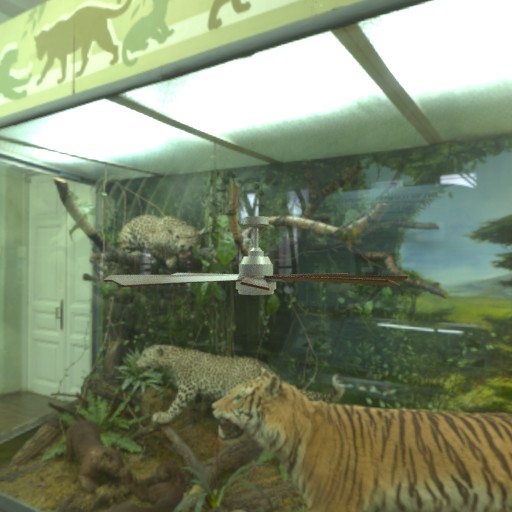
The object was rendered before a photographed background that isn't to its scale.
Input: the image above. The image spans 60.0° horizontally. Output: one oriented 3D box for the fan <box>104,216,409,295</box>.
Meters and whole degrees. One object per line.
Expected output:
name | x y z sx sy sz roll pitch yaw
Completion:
fan | 0.000 0.000 2.714 1.830 0.472 1.830 0 -1 0
